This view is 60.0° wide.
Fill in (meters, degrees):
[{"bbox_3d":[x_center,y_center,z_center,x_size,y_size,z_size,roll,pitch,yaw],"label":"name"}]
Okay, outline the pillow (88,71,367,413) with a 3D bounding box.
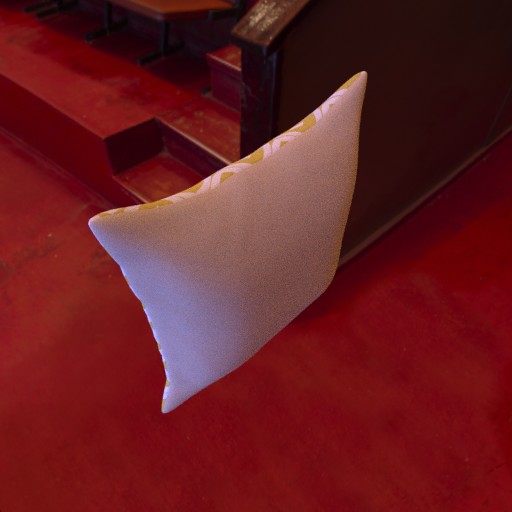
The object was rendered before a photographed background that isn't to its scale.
[{"bbox_3d":[0.000,0.000,0.771,0.188,0.494,0.504,36,57,28],"label":"pillow"}]
